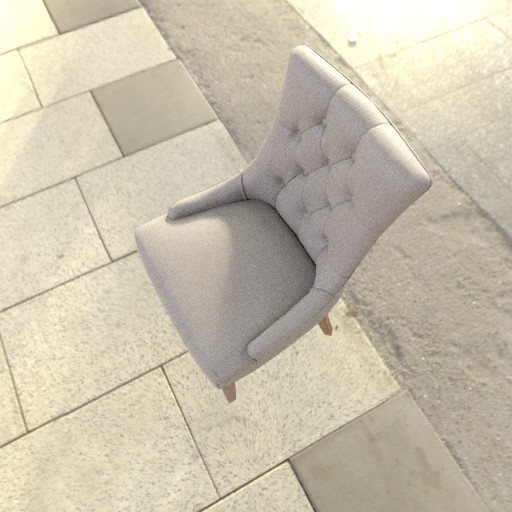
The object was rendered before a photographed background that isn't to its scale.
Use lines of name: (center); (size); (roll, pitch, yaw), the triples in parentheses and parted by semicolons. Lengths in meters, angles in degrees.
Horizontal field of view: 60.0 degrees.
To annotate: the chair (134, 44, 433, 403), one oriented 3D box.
chair: (0.000, 0.000, 1.224); (0.565, 0.874, 0.509); (-28, 67, -13)
